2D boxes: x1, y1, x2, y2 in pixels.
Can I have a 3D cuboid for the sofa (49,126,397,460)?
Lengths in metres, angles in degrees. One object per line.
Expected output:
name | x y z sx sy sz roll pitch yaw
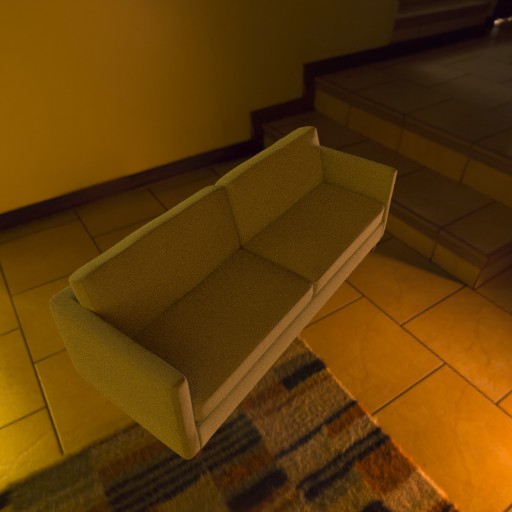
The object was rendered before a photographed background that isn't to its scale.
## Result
sofa | 0.000 0.000 2.999 0.948 0.965 2.434 25 46 27
